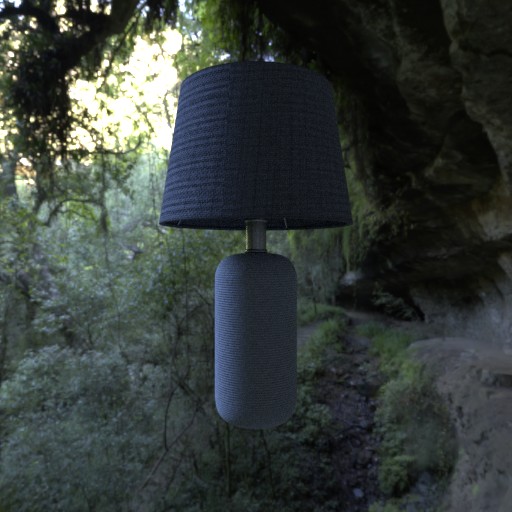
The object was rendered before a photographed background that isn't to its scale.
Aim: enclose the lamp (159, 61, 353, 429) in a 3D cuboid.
[{"bbox_3d":[0.000,0.000,0.586,0.251,0.429,0.251,0,0,0],"label":"lamp"}]
